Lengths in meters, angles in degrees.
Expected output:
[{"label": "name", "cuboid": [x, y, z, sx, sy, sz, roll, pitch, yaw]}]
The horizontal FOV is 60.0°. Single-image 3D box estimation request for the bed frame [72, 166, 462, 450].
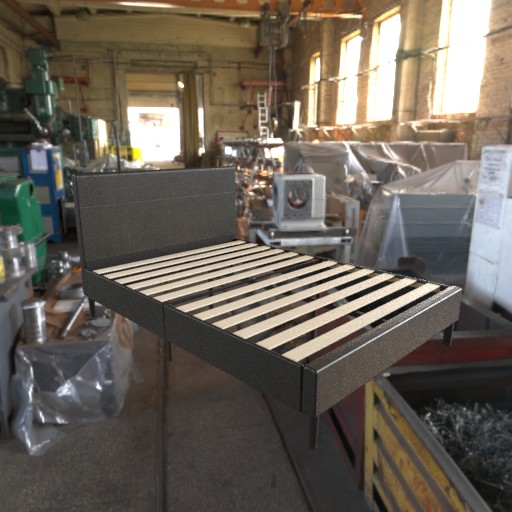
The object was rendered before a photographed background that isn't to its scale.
[{"label": "bed frame", "cuboid": [0.000, 0.000, 2.948, 1.469, 1.046, 2.152, -14, 20, -43]}]
